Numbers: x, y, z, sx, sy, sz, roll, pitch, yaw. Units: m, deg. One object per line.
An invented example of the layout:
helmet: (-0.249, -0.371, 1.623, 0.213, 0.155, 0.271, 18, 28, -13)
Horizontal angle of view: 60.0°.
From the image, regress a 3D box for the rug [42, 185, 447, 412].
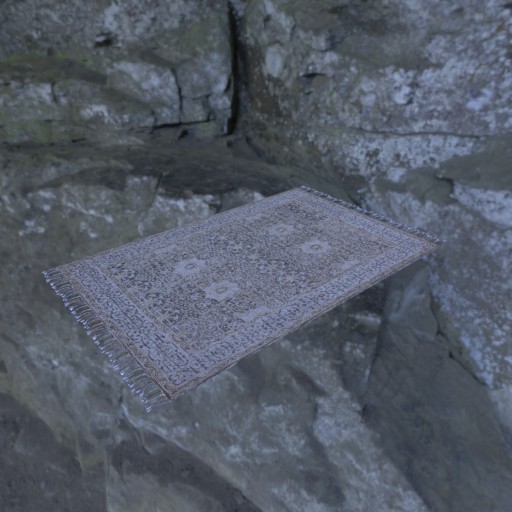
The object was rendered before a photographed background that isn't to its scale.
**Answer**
rug: (0.000, 0.000, 2.553, 2.029, 0.010, 1.237, -23, 37, -34)
